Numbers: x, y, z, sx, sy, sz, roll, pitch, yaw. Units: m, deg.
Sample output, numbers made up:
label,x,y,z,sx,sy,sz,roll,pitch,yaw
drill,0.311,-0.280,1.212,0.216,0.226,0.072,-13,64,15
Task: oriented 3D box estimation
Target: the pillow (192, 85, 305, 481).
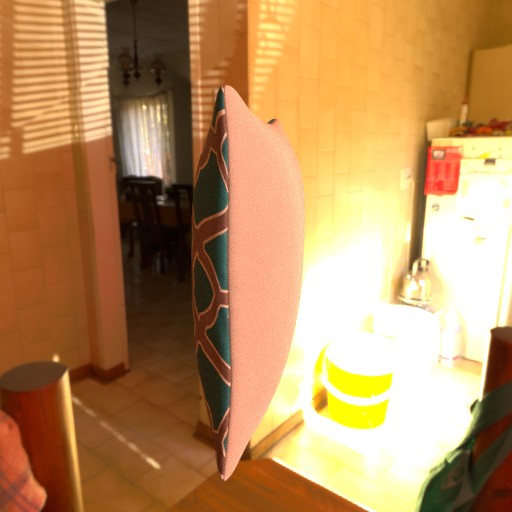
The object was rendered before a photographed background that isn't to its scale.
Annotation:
label,x,y,z,sx,sy,sz,roll,pitch,yaw
pillow,0.000,0.000,0.793,0.166,0.507,0.526,2,13,8
